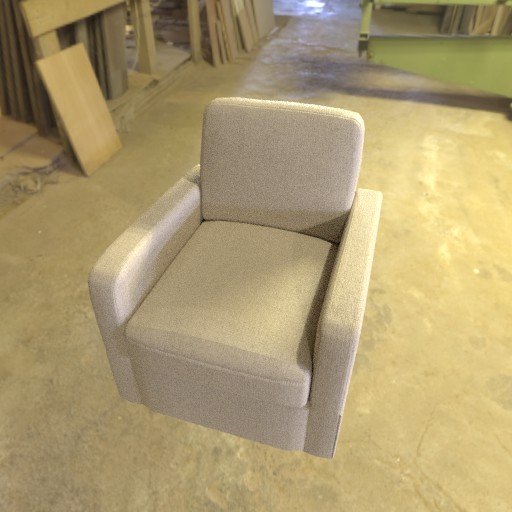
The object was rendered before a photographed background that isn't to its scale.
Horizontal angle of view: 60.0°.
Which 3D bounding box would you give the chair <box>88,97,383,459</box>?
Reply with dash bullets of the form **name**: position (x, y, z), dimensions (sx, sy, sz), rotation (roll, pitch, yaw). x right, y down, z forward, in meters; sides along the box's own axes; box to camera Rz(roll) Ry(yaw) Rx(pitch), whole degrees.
- **chair**: position (0.000, 0.000, 1.503), dimensions (0.755, 0.827, 0.888), rotation (11, 40, 13)
